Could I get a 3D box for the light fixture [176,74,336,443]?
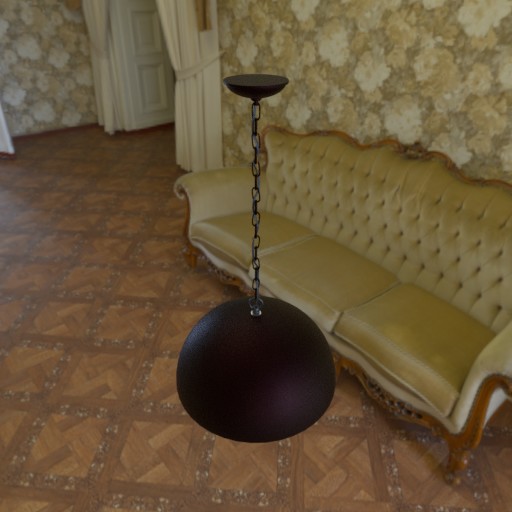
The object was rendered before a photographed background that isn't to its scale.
[{"bbox_3d":[0.000,0.000,1.159,0.492,0.869,0.492,2,31,3],"label":"light fixture"}]
